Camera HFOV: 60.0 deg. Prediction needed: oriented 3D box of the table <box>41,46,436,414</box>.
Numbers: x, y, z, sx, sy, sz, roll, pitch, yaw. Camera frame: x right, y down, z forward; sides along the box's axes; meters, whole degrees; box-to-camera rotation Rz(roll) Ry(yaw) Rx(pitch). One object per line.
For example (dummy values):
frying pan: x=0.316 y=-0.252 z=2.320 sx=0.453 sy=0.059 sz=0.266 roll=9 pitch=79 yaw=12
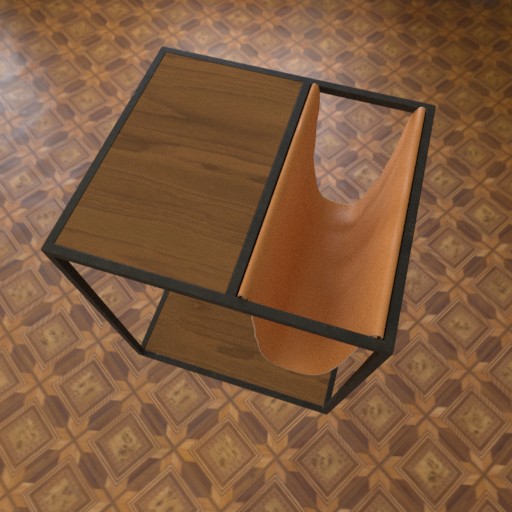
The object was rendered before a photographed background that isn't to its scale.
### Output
table: x=0.000 y=0.000 z=0.853 sx=0.450 sy=0.536 sz=0.399 roll=16 pitch=64 yaw=8
